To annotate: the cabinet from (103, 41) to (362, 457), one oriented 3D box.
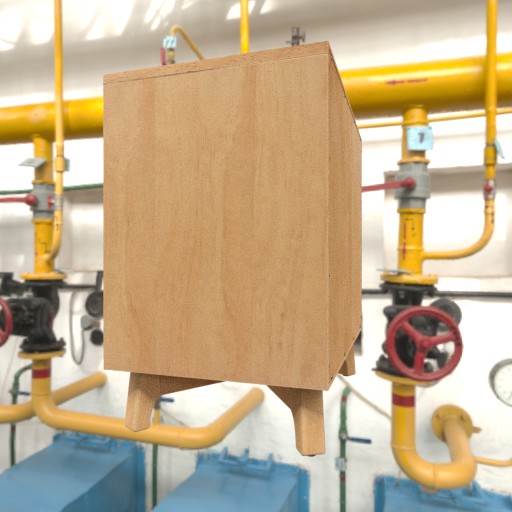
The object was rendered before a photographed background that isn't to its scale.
[{"bbox_3d":[0.000,0.000,0.939,0.394,0.599,0.551,0,0,18],"label":"cabinet"}]
